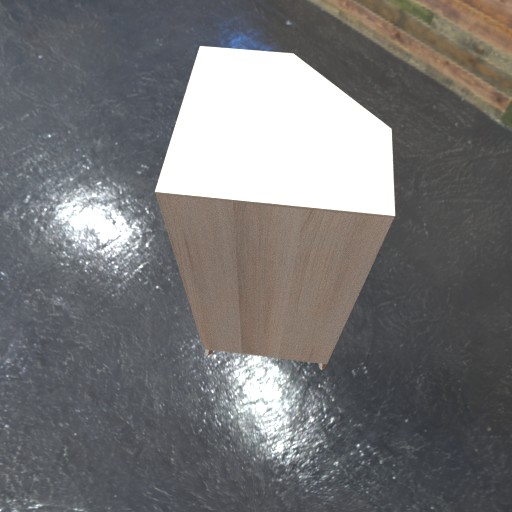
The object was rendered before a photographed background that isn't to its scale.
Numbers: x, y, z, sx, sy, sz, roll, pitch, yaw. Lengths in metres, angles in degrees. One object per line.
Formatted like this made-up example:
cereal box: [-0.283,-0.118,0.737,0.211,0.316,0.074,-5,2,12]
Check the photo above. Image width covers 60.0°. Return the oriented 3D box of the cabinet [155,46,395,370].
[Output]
cabinet: [0.000,0.000,2.674,0.969,1.957,1.272,-34,65,-18]
